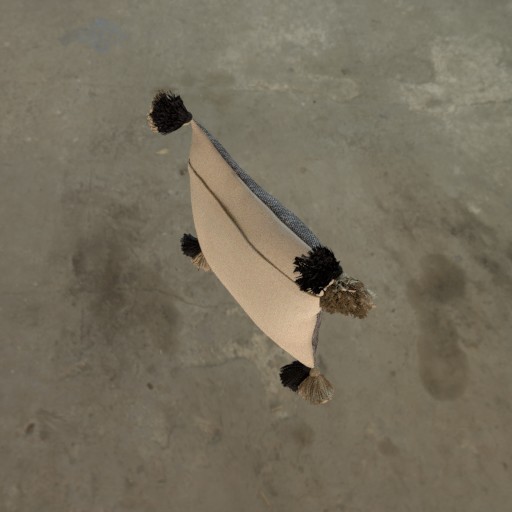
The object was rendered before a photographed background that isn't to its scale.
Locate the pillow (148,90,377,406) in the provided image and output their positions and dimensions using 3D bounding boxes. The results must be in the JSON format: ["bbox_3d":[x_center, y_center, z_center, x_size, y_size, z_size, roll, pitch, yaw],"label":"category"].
[{"bbox_3d":[0.000,0.000,1.035,0.170,0.659,0.654,-32,64,-18],"label":"pillow"}]
